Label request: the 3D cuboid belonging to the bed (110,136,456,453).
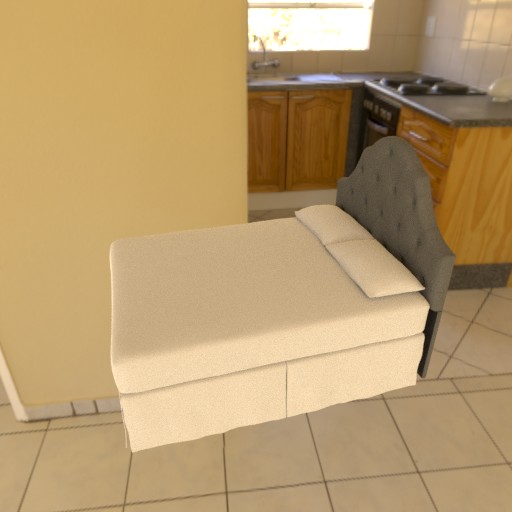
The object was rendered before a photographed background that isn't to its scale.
[{"bbox_3d":[0.000,0.000,3.245,2.155,1.575,1.636,-8,30,-14],"label":"bed"}]
